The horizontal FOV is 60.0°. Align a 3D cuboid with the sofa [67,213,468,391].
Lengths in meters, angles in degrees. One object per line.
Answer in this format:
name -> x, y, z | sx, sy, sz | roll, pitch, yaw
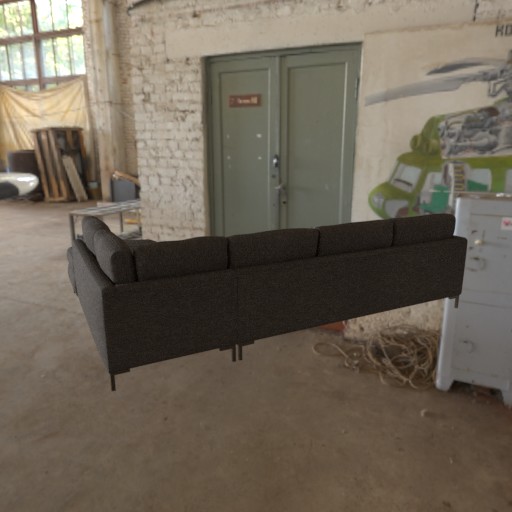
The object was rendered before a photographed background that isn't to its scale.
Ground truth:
sofa -> 0.000, 0.000, 3.895 | 2.949, 0.815, 2.007 | -7, 16, -26
